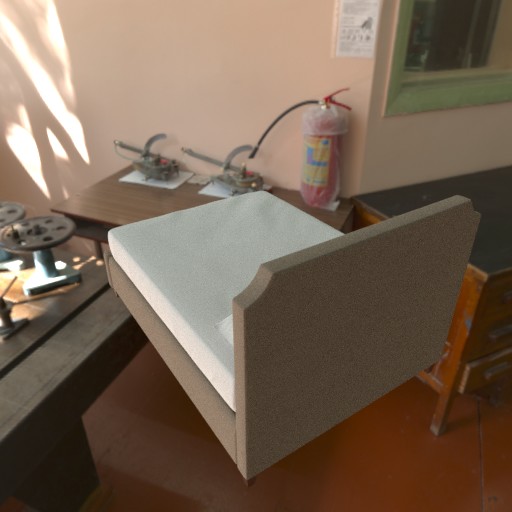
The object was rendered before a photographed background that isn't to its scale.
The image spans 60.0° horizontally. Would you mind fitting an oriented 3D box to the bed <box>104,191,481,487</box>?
[{"bbox_3d":[0.000,0.000,3.360,1.703,1.415,2.329,-19,35,-29],"label":"bed"}]
